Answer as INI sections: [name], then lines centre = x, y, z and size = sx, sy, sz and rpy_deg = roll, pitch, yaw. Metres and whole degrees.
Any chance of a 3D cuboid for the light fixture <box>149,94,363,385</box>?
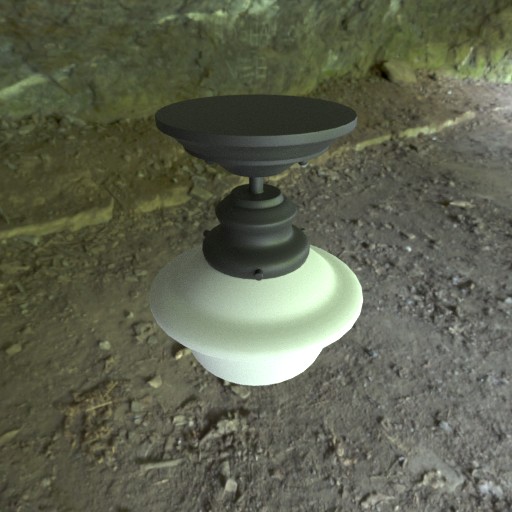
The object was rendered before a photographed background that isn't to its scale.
[light fixture]
centre = 0.000, 0.000, 0.401
size = 0.197, 0.254, 0.197
rpy_deg = 0, 29, 0
